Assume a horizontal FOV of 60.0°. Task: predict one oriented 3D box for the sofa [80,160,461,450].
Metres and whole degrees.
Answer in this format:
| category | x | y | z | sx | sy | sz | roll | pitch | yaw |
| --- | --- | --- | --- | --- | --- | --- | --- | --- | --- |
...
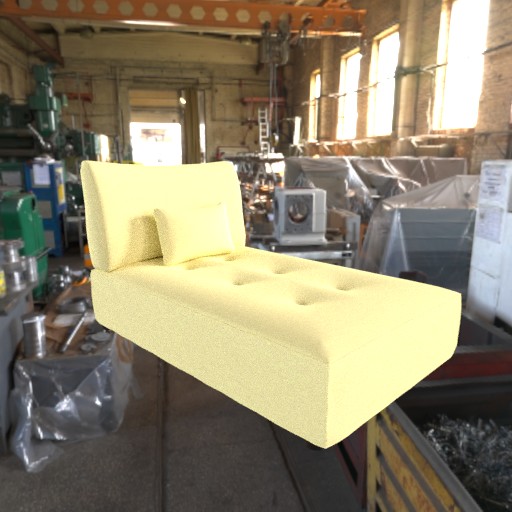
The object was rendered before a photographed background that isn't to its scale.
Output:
| category | x | y | z | sx | sy | sz | roll | pitch | yaw |
| --- | --- | --- | --- | --- | --- | --- | --- | --- | --- |
| sofa | 0.000 | 0.000 | 1.956 | 0.930 | 0.820 | 1.450 | -12 | 18 | -43 |
